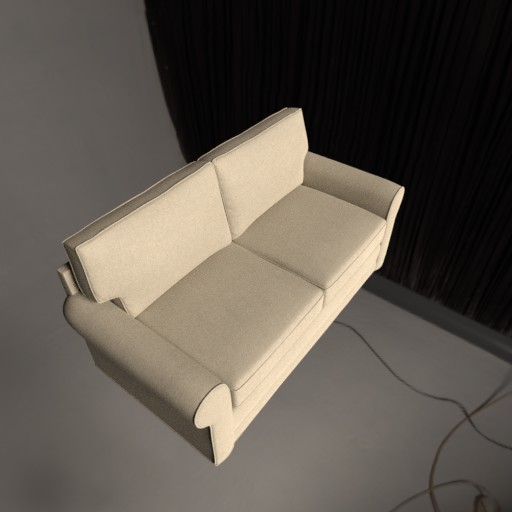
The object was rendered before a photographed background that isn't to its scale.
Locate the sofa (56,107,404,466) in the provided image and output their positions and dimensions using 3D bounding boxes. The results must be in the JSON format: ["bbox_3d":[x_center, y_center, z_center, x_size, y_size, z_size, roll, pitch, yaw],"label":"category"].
[{"bbox_3d":[0.000,0.000,2.300,0.861,0.933,1.774,27,49,27],"label":"sofa"}]
